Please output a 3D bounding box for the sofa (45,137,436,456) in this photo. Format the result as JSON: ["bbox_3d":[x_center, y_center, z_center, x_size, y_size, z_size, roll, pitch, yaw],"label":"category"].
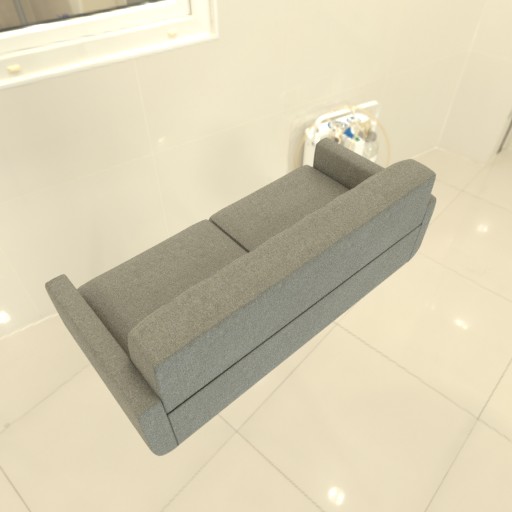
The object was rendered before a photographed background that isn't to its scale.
[{"bbox_3d":[0.000,0.000,2.549,2.055,0.873,0.968,-32,54,-27],"label":"sofa"}]
